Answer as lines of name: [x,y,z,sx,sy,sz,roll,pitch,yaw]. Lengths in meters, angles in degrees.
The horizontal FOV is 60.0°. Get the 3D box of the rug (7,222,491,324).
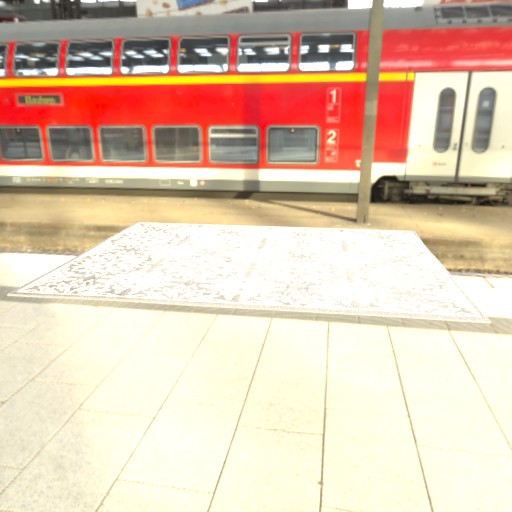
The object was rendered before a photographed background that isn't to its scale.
rug: [0.000,0.000,2.759,2.213,0.014,1.608,2,17,8]
